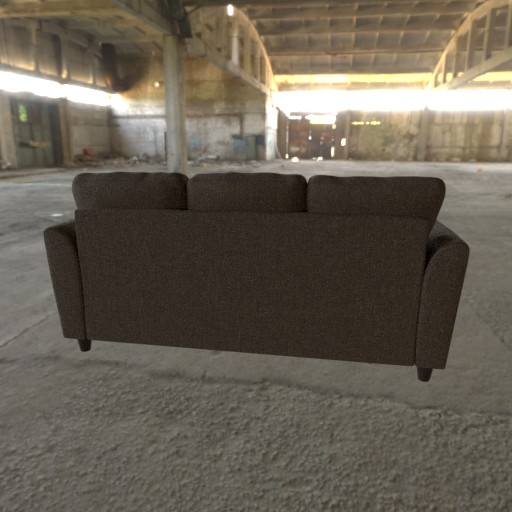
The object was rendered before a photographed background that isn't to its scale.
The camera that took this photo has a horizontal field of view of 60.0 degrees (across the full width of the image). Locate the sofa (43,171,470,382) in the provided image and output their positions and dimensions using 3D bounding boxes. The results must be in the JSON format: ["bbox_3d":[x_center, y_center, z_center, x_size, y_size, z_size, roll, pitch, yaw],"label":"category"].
[{"bbox_3d":[0.000,0.000,2.314,1.847,0.891,0.837,3,15,10],"label":"sofa"}]
